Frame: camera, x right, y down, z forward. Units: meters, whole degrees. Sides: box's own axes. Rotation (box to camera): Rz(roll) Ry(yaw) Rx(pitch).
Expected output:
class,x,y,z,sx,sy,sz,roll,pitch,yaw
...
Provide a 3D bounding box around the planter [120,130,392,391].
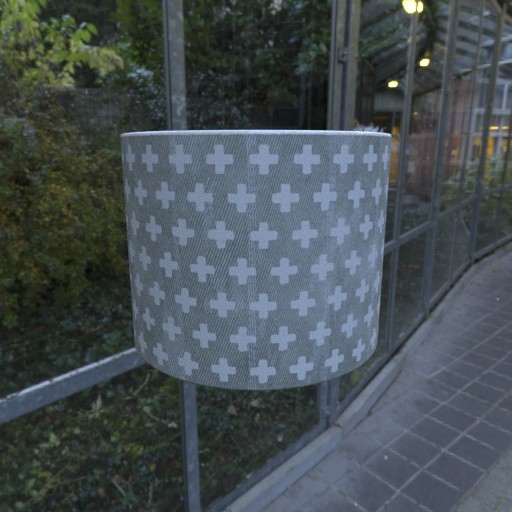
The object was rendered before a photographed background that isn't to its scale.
class,x,y,z,sx,sy,sz,roll,pitch,yaw
planter,0.000,0.000,0.454,0.250,0.239,0.250,0,14,0
